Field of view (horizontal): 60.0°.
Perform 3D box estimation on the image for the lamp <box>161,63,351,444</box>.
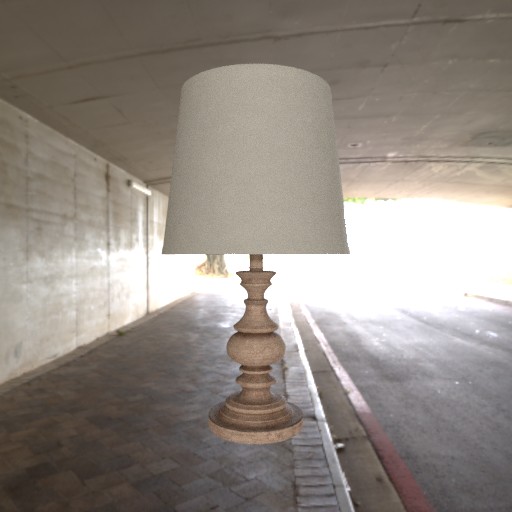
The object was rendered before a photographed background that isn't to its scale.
[{"bbox_3d":[0.000,0.000,0.653,0.273,0.497,0.273,0,0,0],"label":"lamp"}]
